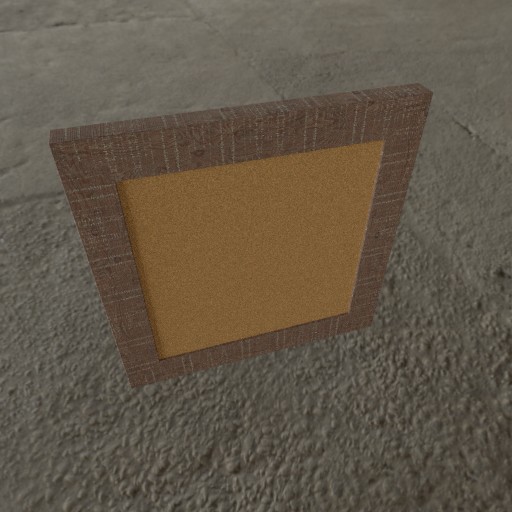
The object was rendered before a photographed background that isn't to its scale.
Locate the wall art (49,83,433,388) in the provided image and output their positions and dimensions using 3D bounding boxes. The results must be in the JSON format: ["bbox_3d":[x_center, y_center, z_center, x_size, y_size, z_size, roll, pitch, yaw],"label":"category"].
[{"bbox_3d":[0.000,0.000,0.778,0.531,0.531,0.040,-12,43,-13],"label":"wall art"}]
